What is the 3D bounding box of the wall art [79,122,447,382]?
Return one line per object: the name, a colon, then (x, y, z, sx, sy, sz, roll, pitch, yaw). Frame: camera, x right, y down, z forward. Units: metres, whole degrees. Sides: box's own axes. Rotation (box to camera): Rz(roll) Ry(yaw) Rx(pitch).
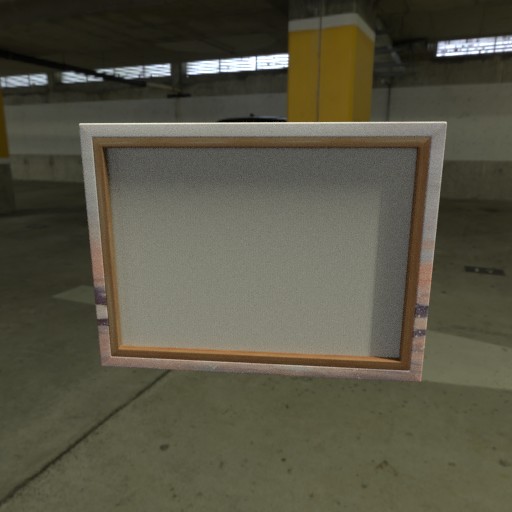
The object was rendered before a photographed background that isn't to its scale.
wall art: (0.000, 0.000, 1.325, 1.015, 0.763, 0.038, 1, 14, 6)
